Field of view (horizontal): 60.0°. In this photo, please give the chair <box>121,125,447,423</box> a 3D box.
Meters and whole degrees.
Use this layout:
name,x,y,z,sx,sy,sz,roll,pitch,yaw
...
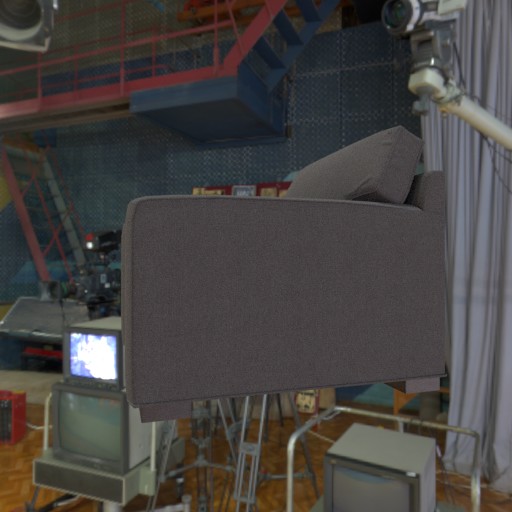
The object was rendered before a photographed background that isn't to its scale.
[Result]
name,x,y,z,sx,sy,sz,roll,pitch,yaw
chair,0.000,0.000,1.809,1.043,0.913,0.997,0,0,-18
